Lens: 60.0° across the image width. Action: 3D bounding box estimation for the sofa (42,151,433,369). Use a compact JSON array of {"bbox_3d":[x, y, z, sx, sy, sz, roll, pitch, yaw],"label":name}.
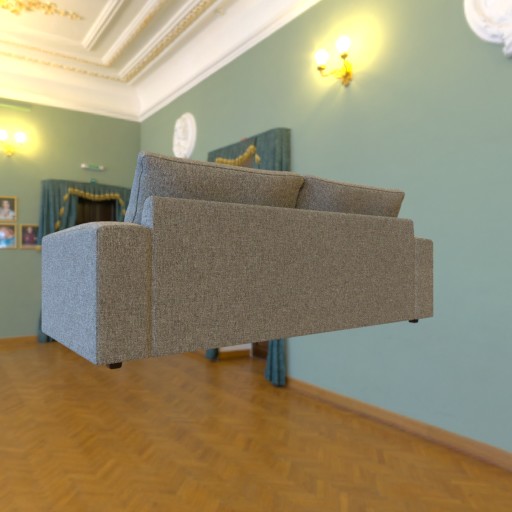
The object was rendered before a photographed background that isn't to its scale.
[{"bbox_3d":[0.000,0.000,2.785,2.299,0.922,1.040,0,0,-37],"label":"sofa"}]
